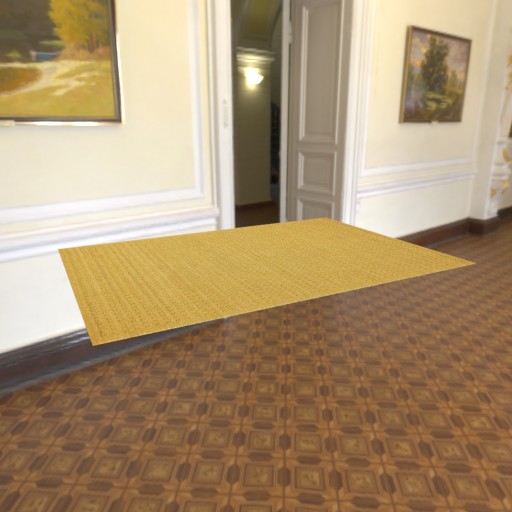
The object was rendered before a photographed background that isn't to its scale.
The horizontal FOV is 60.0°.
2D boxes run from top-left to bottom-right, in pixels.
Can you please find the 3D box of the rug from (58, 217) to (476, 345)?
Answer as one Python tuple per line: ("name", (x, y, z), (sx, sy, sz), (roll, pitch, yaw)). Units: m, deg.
("rug", (0.000, 0.000, 3.709), (2.895, 0.006, 1.981), (-9, 19, -26))
